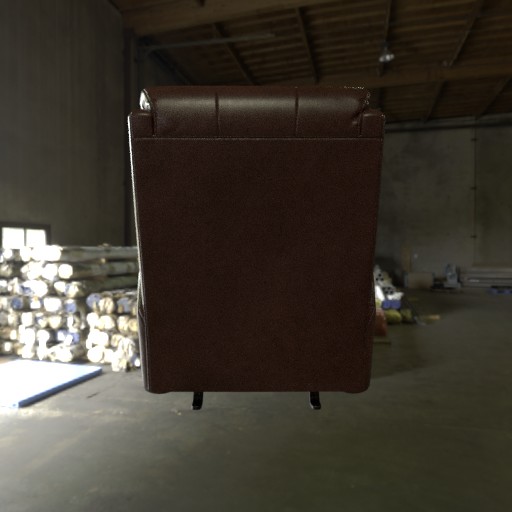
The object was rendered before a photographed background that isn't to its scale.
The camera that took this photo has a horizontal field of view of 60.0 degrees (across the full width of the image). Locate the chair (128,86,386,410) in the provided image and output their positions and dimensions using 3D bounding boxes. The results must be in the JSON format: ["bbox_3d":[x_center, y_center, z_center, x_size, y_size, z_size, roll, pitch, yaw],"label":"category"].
[{"bbox_3d":[0.000,0.000,1.693,0.787,1.016,0.939,0,1,0],"label":"chair"}]
